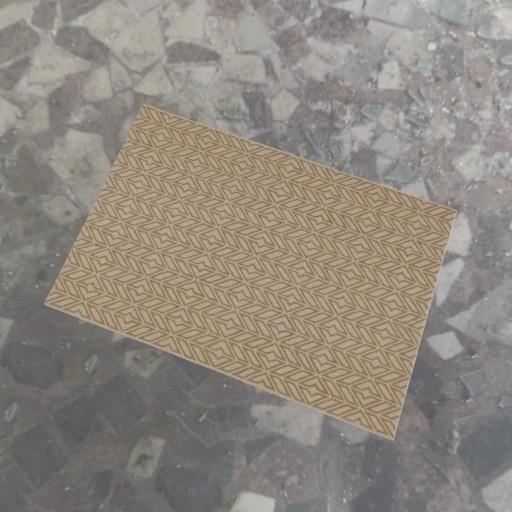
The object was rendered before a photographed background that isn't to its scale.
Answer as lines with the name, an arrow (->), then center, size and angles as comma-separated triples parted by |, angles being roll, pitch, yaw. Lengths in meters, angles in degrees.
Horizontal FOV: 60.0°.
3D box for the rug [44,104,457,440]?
rug -> 0.000, 0.000, 2.295 | 1.828, 0.007, 1.220 | 20, 77, 5
